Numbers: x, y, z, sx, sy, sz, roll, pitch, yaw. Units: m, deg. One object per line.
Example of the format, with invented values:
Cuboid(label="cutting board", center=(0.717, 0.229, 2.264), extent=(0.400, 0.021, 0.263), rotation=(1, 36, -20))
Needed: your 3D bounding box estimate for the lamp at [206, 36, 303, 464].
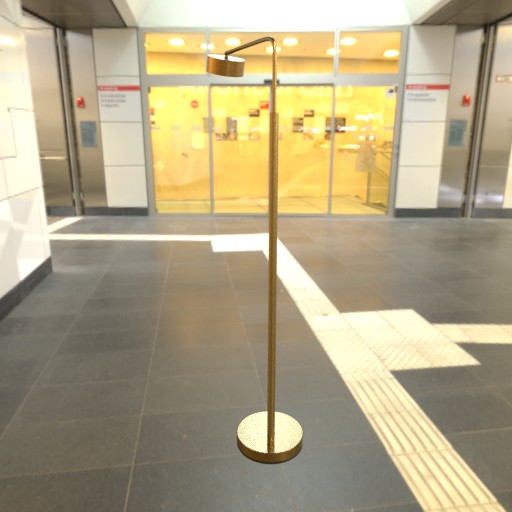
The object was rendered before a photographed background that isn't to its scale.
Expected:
Cuboid(label="lamp", center=(0.000, 0.000, 1.401), extent=(0.219, 1.230, 0.418), rotation=(-8, 17, -27))
